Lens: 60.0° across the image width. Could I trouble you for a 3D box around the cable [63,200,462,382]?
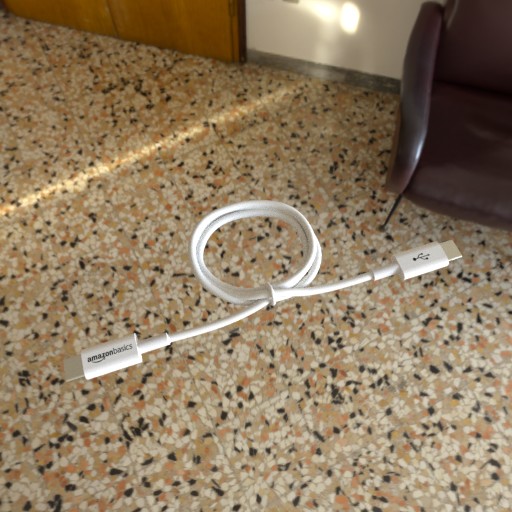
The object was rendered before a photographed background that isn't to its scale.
[{"bbox_3d":[0.000,0.000,0.227,0.203,0.014,0.070,-17,64,-8],"label":"cable"}]
